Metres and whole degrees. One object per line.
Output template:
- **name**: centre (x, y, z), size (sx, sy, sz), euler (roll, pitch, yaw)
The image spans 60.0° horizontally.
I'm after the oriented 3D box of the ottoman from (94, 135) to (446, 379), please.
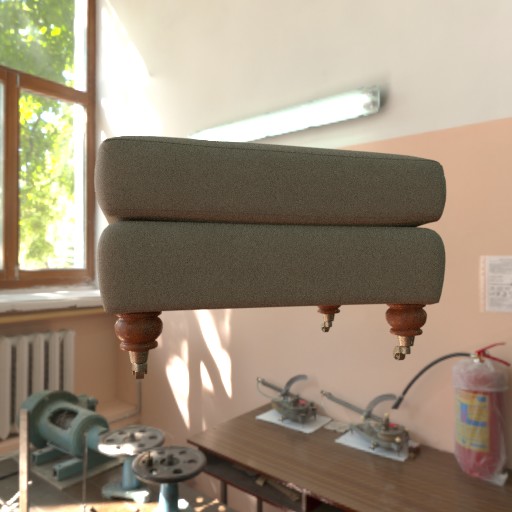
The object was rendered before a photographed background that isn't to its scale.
- **ottoman**: centre (0.000, 0.000, 1.158), size (0.773, 0.504, 0.569), euler (0, 0, -16)
